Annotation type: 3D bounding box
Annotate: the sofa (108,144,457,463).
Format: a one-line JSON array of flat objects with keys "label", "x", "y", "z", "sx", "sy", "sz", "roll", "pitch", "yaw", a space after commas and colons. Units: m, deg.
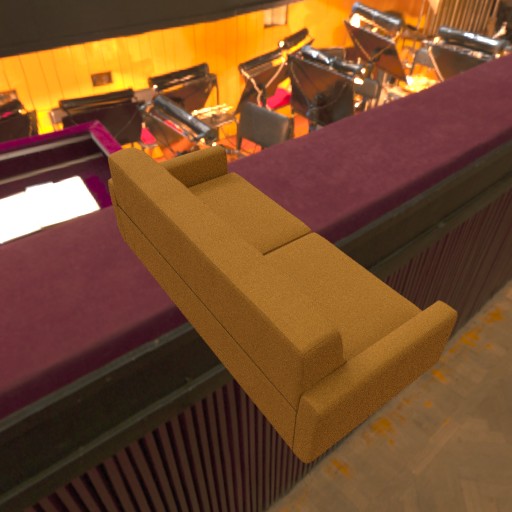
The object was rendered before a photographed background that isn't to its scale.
[{"label": "sofa", "x": 0.000, "y": 0.000, "z": 2.537, "sx": 0.909, "sy": 0.841, "sz": 2.029, "roll": -26, "pitch": 47, "yaw": -26}]
